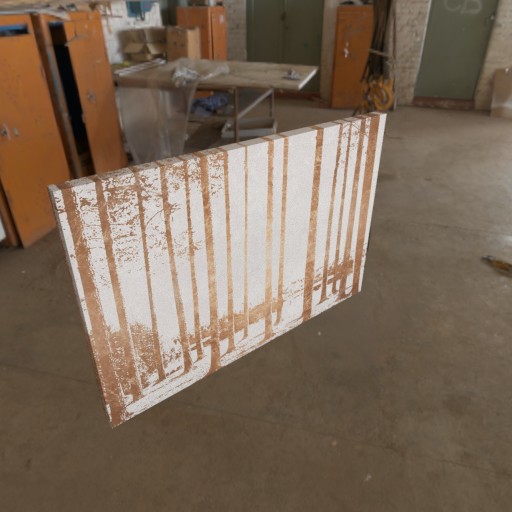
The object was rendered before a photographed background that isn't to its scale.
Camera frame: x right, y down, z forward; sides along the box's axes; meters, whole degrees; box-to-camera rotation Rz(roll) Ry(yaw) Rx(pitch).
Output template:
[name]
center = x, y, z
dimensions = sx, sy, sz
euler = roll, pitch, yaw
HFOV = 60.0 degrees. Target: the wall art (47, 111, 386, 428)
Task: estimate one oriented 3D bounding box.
[wall art]
center = 0.000, 0.000, 1.167
dimensions = 0.914, 0.609, 0.035
euler = -22, 37, -33
